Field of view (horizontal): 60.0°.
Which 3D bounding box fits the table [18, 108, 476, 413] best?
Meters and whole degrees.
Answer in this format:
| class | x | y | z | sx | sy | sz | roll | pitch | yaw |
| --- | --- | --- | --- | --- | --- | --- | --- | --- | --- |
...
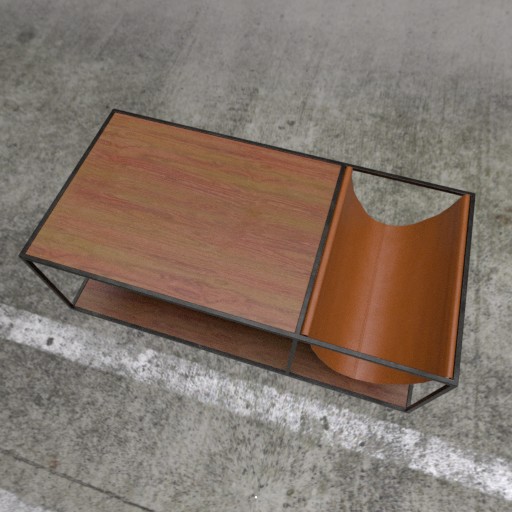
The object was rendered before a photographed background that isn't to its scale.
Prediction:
| class | x | y | z | sx | sy | sz | roll | pitch | yaw |
| --- | --- | --- | --- | --- | --- | --- | --- | --- | --- |
| table | 0.000 | 0.000 | 1.455 | 1.199 | 0.403 | 0.597 | 15 | 63 | 8 |
